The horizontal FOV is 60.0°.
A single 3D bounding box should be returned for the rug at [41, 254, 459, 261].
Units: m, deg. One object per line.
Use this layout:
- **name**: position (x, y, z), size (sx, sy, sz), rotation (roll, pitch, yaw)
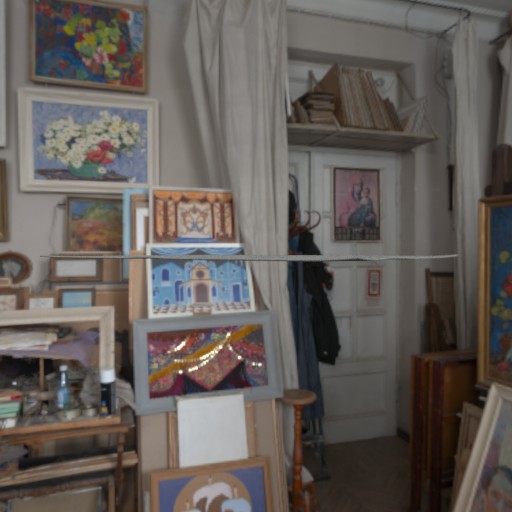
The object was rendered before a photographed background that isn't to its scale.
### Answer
- **rug**: position (0.000, 0.000, 3.933), size (2.925, 0.026, 2.343), rotation (0, 1, 36)
